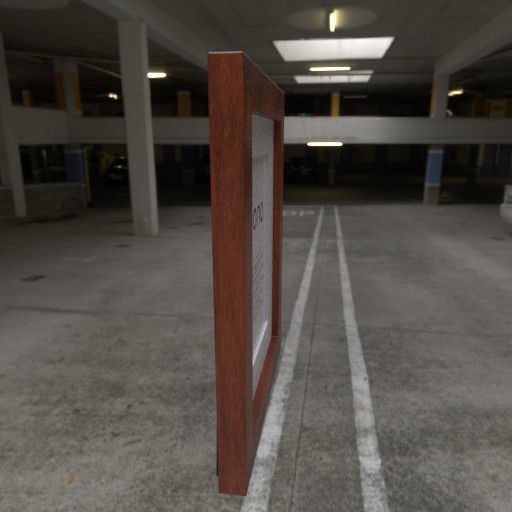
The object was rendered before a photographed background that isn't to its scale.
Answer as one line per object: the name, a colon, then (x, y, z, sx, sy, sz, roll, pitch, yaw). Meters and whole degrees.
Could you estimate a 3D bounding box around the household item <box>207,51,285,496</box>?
household item: (0.000, 0.000, 0.335, 0.020, 0.250, 0.200, 2, 15, 9)
